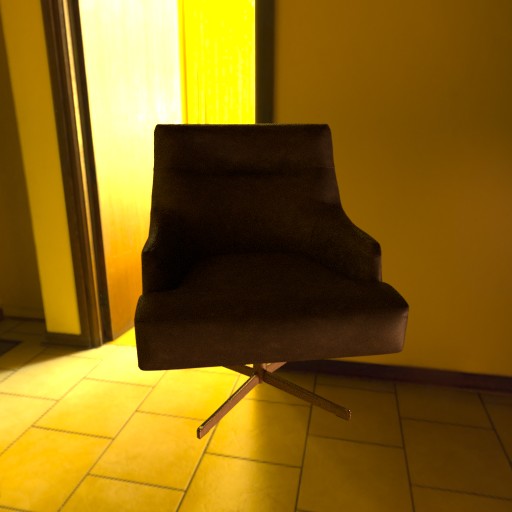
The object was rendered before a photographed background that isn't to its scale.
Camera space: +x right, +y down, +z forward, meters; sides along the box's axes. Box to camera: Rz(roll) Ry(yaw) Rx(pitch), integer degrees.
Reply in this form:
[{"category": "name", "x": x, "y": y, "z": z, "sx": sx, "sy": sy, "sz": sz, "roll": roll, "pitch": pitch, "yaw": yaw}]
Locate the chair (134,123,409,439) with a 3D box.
[{"category": "chair", "x": 0.000, "y": 0.000, "z": 1.515, "sx": 0.738, "sy": 0.870, "sz": 0.874, "roll": -2, "pitch": 17, "yaw": -8}]
